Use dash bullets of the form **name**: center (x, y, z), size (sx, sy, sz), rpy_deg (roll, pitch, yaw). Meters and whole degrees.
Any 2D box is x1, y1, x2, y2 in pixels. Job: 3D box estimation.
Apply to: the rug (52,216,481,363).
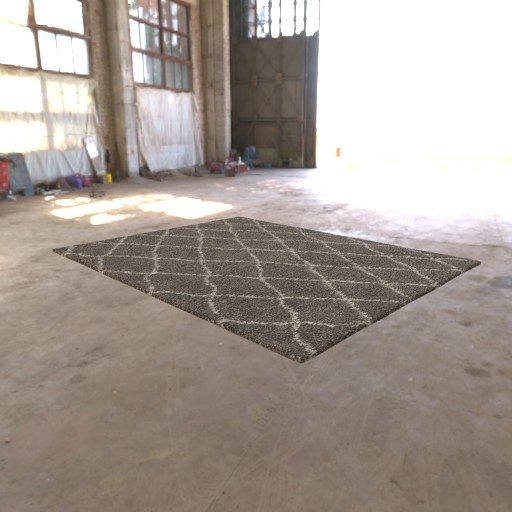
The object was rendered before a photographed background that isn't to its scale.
- **rug**: center (0.000, 0.000, 3.995), size (3.047, 0.029, 2.438), rpy_deg (15, 21, 43)
